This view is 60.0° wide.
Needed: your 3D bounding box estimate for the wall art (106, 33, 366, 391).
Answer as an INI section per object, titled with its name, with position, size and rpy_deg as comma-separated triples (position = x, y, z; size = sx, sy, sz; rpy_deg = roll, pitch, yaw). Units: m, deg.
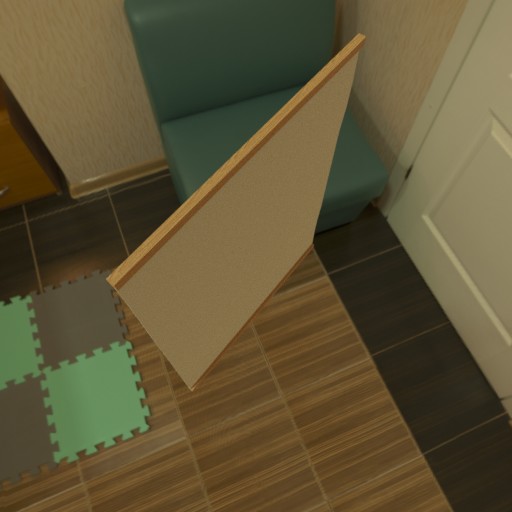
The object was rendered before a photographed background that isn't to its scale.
[wall art]
position = 0.000, 0.000, 0.784
size = 0.011, 0.605, 0.458
rpy_deg = 35, 69, 16
